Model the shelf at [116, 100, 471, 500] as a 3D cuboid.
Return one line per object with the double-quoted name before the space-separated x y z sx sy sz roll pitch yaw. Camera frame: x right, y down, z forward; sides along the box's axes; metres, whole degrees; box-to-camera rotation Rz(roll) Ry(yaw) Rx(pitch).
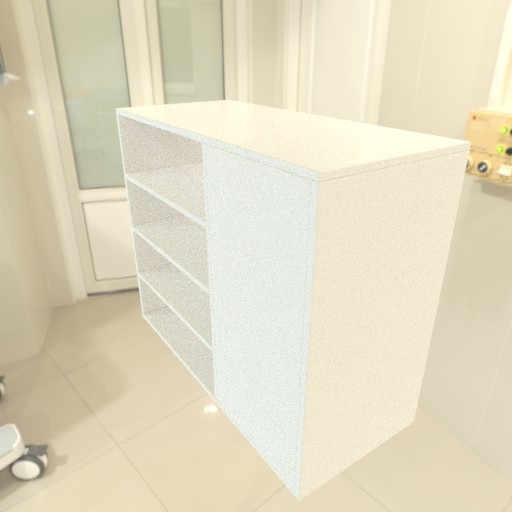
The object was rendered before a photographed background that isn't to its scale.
"shelf" 0.000 0.000 1.245 0.396 0.732 0.895 -17 30 -31
